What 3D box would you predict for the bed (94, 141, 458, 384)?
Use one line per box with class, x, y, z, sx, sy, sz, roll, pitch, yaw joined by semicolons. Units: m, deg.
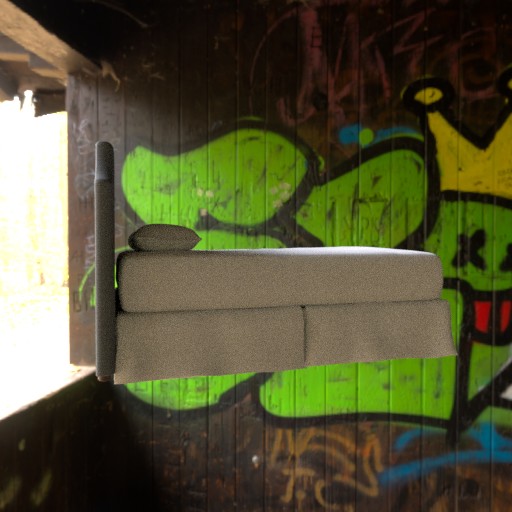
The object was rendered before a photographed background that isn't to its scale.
bed;0.000;0.000;3.391;2.259;1.296;1.811;0;1;-18
